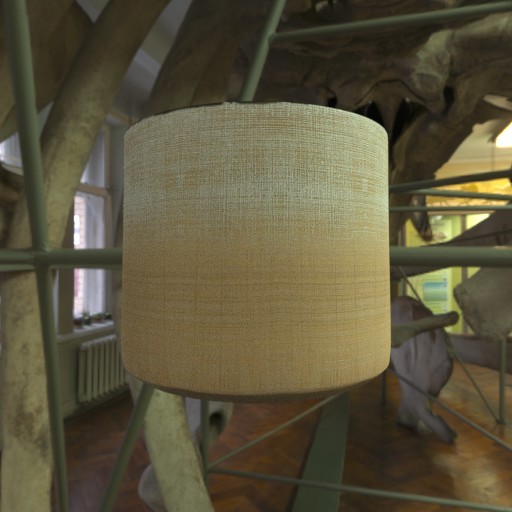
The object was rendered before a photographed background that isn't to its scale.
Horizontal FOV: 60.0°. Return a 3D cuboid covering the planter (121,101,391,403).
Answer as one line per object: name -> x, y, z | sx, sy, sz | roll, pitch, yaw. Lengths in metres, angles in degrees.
planter -> 0.000, 0.000, 0.436 | 0.254, 0.221, 0.254 | 0, 0, 0
